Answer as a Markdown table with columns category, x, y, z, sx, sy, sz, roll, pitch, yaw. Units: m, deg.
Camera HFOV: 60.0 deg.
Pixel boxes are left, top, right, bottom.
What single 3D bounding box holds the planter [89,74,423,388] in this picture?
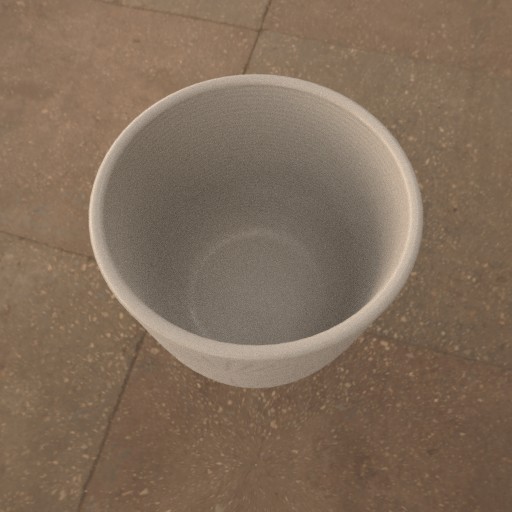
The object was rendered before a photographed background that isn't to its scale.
| category | x | y | z | sx | sy | sz | roll | pitch | yaw |
| --- | --- | --- | --- | --- | --- | --- | --- | --- | --- |
| planter | 0.000 | 0.000 | 0.214 | 0.124 | 0.109 | 0.124 | 0 | 65 | 0 |
